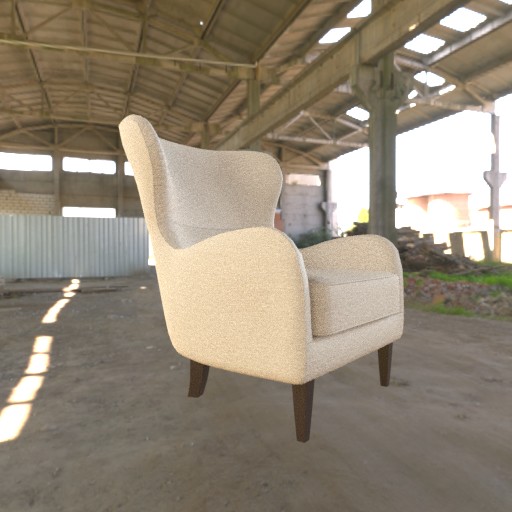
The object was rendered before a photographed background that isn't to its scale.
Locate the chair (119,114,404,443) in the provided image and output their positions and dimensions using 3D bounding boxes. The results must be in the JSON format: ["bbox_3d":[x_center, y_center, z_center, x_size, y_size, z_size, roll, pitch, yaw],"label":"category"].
[{"bbox_3d":[0.000,0.000,1.799,0.984,1.064,0.861,1,1,37],"label":"chair"}]
